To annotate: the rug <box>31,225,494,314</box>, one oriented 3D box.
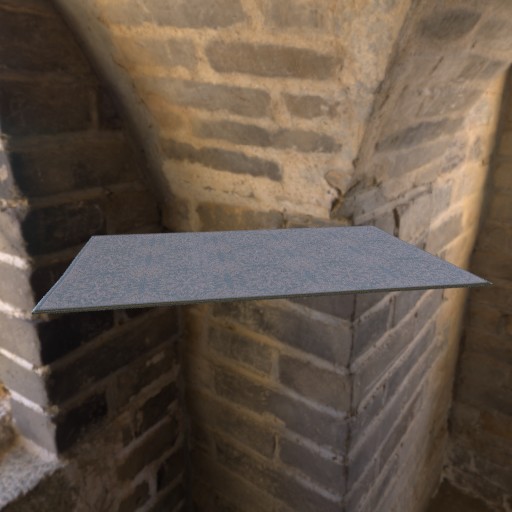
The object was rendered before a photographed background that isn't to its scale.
[{"bbox_3d":[0.000,0.000,3.446,2.746,0.018,1.819,-3,16,-9],"label":"rug"}]
